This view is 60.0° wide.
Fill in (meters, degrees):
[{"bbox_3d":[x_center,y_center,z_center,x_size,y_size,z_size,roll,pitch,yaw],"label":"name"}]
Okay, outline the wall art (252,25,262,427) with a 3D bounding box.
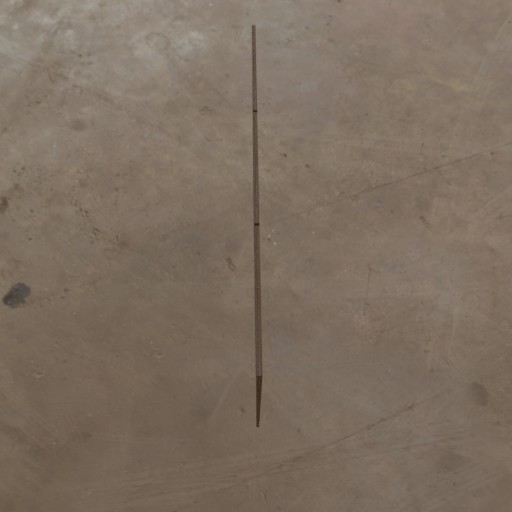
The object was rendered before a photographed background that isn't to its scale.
[{"bbox_3d":[0.000,0.000,1.833,0.013,1.216,1.216,-1,64,0],"label":"wall art"}]
